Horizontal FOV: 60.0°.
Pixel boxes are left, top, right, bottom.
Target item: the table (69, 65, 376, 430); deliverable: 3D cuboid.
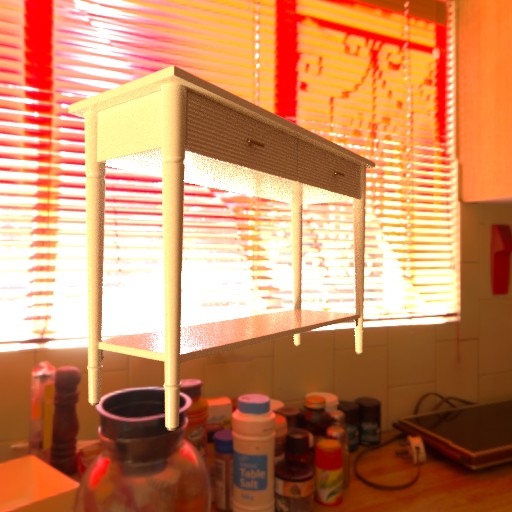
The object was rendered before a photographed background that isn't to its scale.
[{"bbox_3d":[0.000,0.000,1.421,0.381,0.749,1.067,-1,-1,36],"label":"table"}]
